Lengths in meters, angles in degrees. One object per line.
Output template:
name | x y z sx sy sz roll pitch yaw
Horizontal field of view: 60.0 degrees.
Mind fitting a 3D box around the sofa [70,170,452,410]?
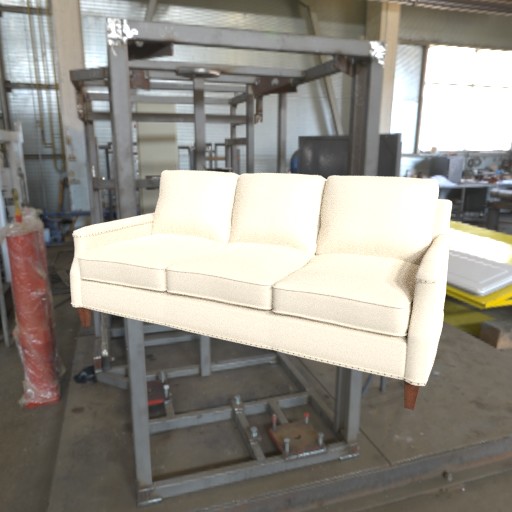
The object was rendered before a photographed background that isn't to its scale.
sofa | 0.000 0.000 2.826 2.246 1.003 1.084 7 16 26
